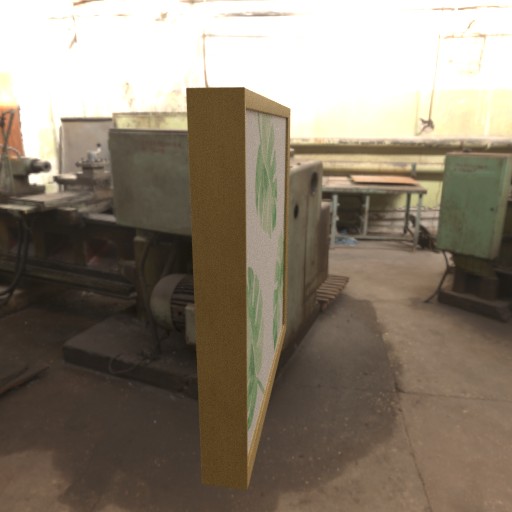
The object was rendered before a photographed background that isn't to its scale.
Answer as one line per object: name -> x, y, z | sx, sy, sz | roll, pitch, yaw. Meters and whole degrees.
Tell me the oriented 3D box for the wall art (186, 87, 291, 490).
wall art -> 0.000, 0.000, 0.462 | 0.038, 0.305, 0.305 | 3, 16, 9
